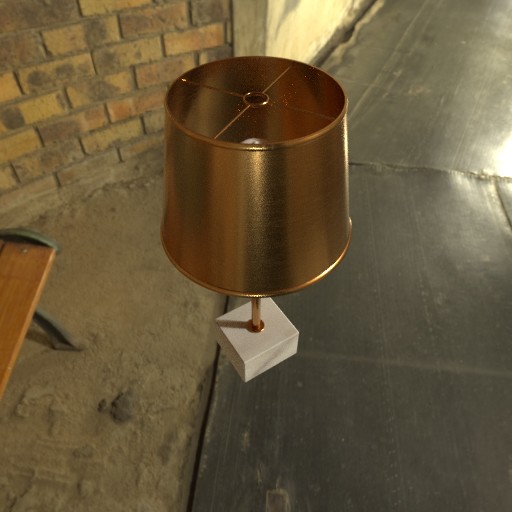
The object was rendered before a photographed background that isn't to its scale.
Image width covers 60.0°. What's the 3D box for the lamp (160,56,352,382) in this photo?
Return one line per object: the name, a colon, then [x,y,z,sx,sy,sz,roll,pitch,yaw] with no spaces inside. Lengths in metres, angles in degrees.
lamp: [0.000,0.000,0.527,0.208,0.406,0.208,0,47,0]
